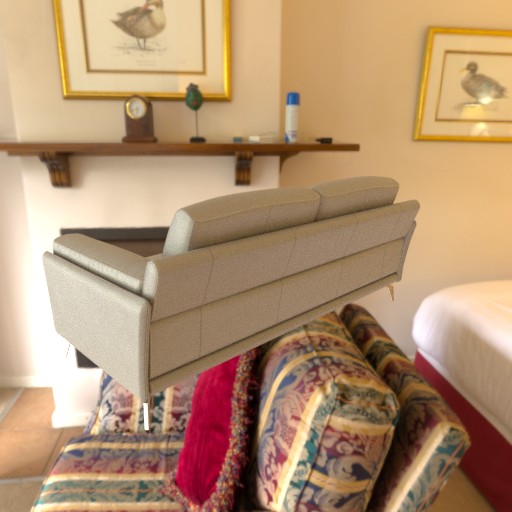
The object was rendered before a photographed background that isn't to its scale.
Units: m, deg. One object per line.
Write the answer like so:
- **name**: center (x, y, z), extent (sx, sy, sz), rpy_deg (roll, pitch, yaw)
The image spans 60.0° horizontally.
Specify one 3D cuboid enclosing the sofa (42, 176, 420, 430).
- **sofa**: center (0.000, 0.000, 2.656), extent (2.101, 0.930, 1.049), rpy_deg (-15, 22, -42)
